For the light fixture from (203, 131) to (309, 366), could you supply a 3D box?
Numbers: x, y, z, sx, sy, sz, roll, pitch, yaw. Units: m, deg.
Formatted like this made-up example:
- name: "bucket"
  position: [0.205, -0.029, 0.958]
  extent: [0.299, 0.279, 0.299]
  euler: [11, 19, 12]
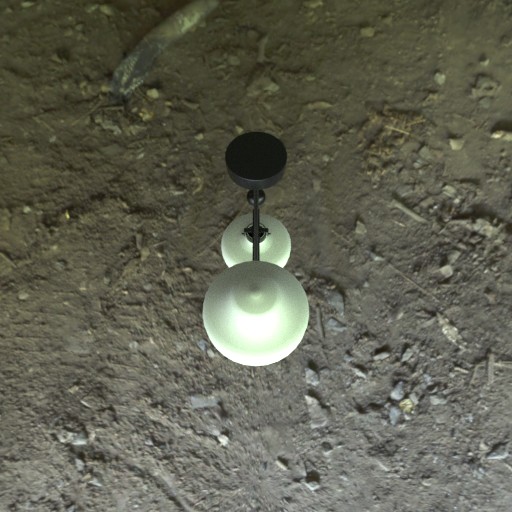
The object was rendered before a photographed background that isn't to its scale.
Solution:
- name: "light fixture"
  position: [0.000, 0.000, 1.062]
  extent: [0.422, 0.743, 0.489]
  euler: [-34, 68, -16]
